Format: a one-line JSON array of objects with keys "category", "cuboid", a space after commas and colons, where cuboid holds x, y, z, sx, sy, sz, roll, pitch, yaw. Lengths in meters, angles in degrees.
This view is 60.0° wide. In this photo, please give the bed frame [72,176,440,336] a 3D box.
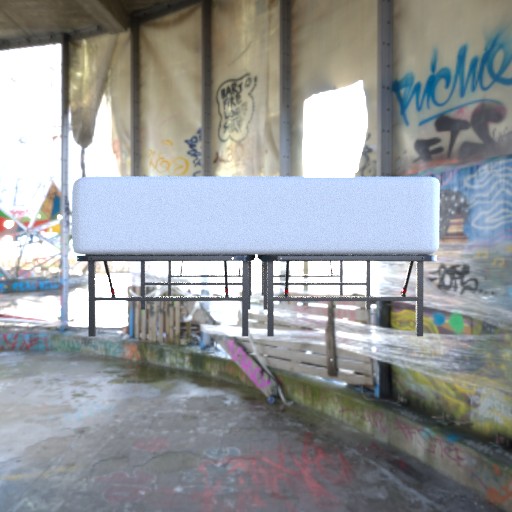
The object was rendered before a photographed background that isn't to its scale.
[{"category": "bed frame", "cuboid": [0.000, 0.000, 2.802, 1.528, 0.677, 2.037, 0, 1, 0]}]
